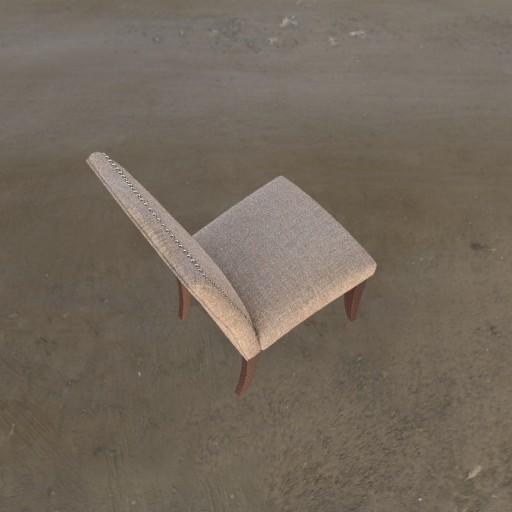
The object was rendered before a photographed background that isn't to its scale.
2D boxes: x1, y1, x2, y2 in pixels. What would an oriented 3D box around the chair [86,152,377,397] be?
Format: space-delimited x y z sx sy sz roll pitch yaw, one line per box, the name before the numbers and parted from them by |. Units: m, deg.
chair | 0.000 0.000 1.415 0.660 1.016 0.513 -34 64 -19
